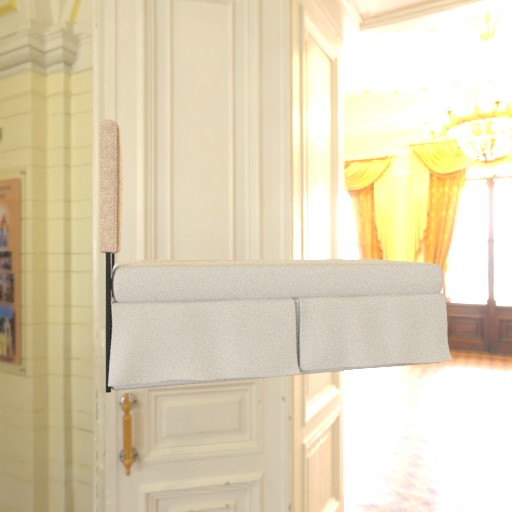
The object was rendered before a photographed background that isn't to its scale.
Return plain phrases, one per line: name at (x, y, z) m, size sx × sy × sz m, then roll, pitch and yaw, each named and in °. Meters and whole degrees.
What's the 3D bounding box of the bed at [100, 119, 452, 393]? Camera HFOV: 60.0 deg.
bed at (0.000, 0.000, 3.073) m, size 1.978 × 1.270 × 1.643 m, roll 0°, pitch 0°, yaw -17°
